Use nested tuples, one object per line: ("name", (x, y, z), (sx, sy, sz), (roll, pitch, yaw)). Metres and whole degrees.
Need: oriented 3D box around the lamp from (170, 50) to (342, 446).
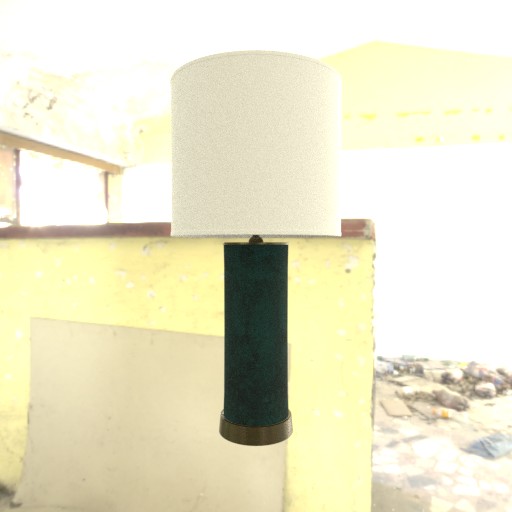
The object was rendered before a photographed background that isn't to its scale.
("lamp", (0.000, 0.000, 0.797), (0.301, 0.630, 0.301), (1, 2, 36))
